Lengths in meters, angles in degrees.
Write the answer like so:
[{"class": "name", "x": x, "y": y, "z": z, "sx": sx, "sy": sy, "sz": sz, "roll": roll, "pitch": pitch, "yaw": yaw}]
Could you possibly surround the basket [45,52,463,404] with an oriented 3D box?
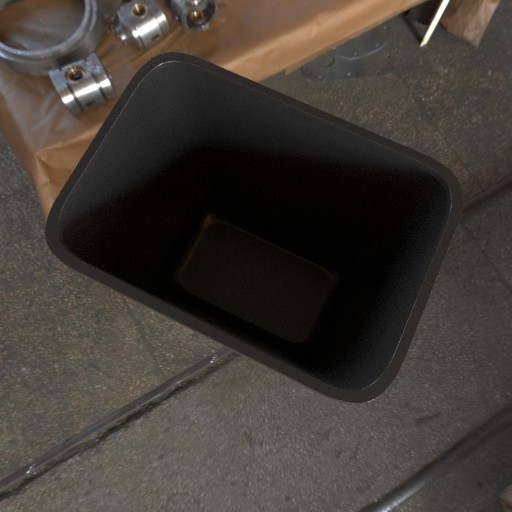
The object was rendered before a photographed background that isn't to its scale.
[{"class": "basket", "x": 0.000, "y": 0.000, "z": 0.502, "sx": 0.300, "sy": 0.307, "sz": 0.211, "roll": 25, "pitch": 78, "yaw": 6}]
